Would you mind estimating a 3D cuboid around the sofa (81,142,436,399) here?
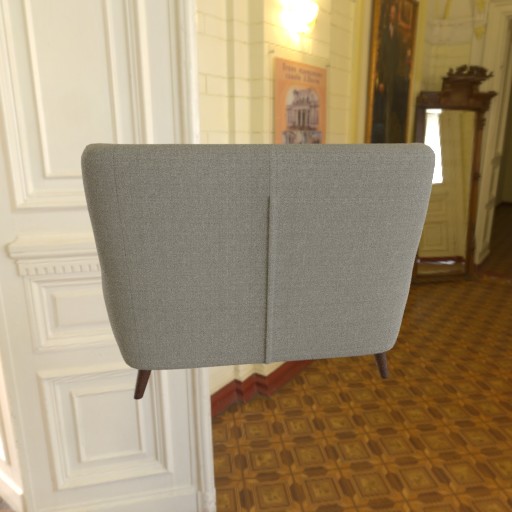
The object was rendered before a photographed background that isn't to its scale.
[{"bbox_3d":[0.000,0.000,2.068,1.386,1.028,0.884,-2,15,-8],"label":"sofa"}]
